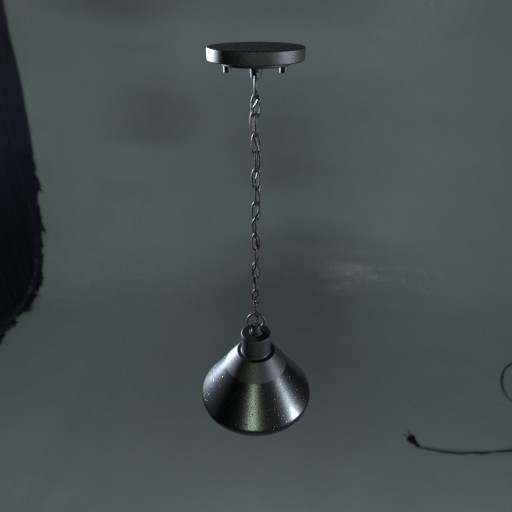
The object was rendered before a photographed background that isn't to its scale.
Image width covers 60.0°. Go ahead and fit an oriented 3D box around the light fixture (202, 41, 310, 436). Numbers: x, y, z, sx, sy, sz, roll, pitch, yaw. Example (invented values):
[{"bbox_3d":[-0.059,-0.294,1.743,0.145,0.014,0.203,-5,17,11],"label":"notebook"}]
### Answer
[{"bbox_3d":[0.000,0.000,0.685,0.201,0.588,0.201,2,31,3],"label":"light fixture"}]
